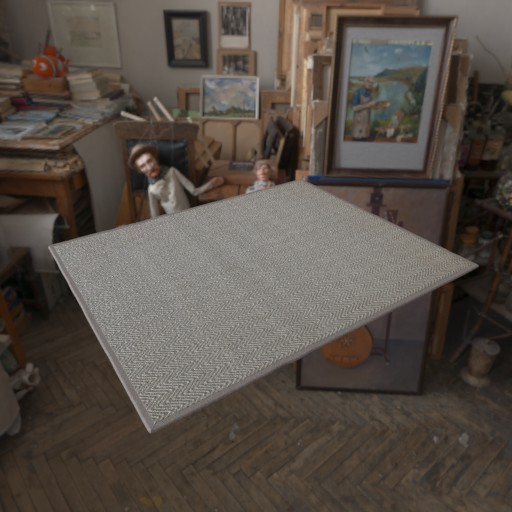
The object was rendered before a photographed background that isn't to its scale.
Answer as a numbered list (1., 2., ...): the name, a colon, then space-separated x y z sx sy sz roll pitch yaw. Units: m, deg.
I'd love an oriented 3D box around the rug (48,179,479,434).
1. rug: 0.000 0.000 3.956 3.007 0.032 2.434 -19 36 -29
